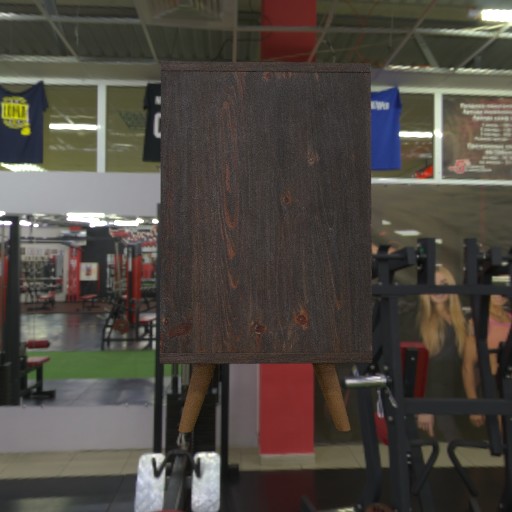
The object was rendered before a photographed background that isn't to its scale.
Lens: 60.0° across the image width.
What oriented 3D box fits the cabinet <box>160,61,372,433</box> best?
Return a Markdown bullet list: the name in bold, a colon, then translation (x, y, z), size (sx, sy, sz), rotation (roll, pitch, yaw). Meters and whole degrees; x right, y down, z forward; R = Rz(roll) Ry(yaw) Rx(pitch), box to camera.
- **cabinet**: translation (0.000, 0.000, 1.549), size (0.529, 0.897, 1.023), rotation (0, -1, -1)
